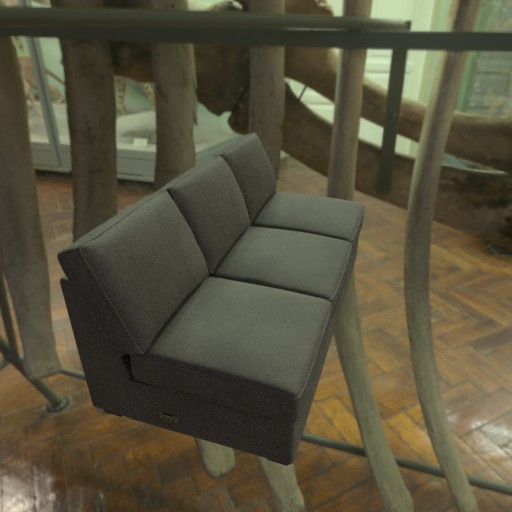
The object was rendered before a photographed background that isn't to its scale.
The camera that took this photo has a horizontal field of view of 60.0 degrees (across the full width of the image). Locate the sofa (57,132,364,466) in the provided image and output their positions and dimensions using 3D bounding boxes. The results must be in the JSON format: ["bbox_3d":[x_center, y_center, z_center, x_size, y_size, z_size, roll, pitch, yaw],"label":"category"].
[{"bbox_3d":[0.000,0.000,2.540,1.027,0.973,1.962,10,31,17],"label":"sofa"}]
